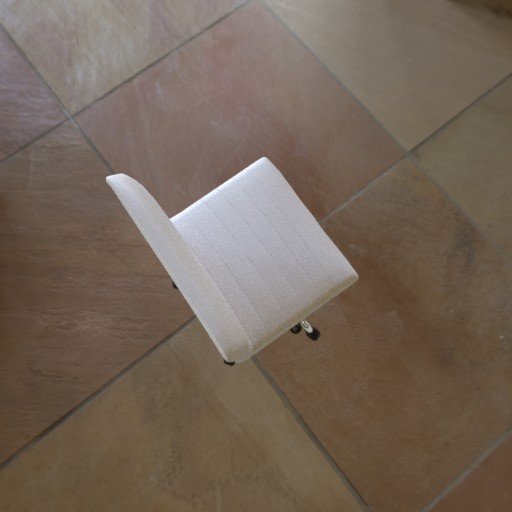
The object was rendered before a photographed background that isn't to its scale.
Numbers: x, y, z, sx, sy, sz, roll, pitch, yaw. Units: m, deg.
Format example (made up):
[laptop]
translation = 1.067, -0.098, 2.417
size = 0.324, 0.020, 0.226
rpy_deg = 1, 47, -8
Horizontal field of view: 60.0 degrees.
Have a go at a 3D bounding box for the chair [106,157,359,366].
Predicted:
[chair]
translation = 0.000, 0.000, 1.094
size = 0.455, 0.750, 0.520
rpy_deg = -34, 78, -8
